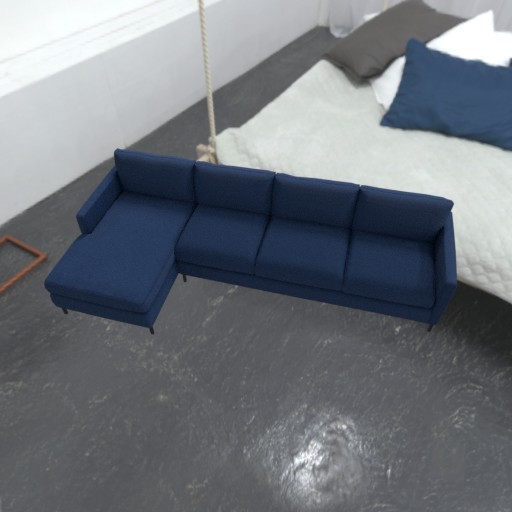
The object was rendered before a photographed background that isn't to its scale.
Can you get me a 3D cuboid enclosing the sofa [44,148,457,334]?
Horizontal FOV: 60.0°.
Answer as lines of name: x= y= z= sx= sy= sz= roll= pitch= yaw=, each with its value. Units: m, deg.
sofa: x=0.000 y=0.000 z=2.883 sx=2.450 sy=0.679 sz=1.128 roll=10 pitch=48 yaw=9
